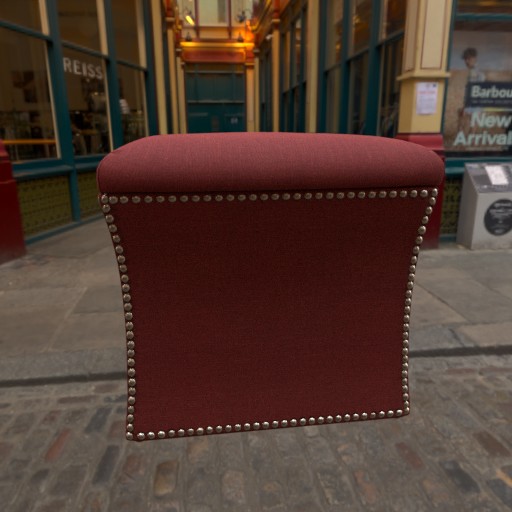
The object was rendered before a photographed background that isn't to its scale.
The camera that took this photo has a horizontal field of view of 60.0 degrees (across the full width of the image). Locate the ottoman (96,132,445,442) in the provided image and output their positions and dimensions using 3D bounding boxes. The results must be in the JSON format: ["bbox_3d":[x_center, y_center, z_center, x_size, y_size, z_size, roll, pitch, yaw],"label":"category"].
[{"bbox_3d":[0.000,0.000,0.882,0.507,0.475,0.497,-2,16,-8],"label":"ottoman"}]
